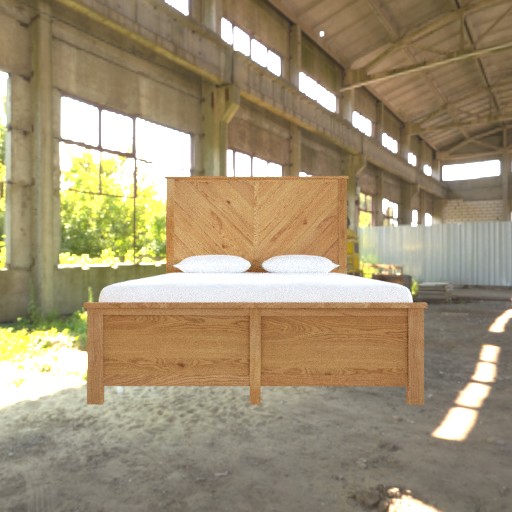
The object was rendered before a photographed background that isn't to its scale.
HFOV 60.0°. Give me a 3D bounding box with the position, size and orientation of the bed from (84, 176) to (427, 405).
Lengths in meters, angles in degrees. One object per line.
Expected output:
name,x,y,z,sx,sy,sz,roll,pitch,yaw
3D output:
bed,0.000,0.000,4.133,2.225,1.938,2.530,0,0,0
